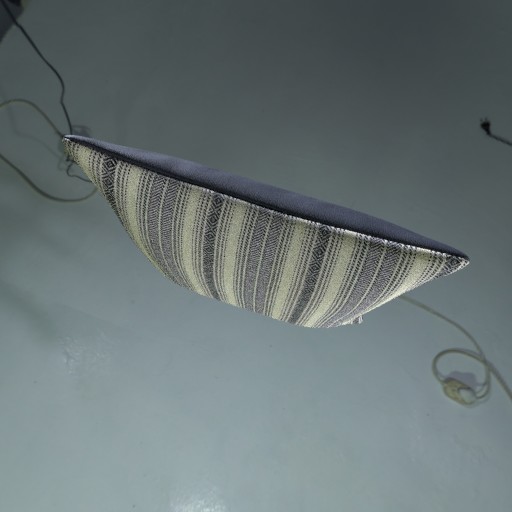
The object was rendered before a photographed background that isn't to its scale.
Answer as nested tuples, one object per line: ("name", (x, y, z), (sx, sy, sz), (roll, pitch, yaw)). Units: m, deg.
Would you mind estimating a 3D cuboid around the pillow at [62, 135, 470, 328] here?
("pillow", (0.000, 0.000, 0.776), (0.520, 0.508, 0.166), (17, 75, 5))
